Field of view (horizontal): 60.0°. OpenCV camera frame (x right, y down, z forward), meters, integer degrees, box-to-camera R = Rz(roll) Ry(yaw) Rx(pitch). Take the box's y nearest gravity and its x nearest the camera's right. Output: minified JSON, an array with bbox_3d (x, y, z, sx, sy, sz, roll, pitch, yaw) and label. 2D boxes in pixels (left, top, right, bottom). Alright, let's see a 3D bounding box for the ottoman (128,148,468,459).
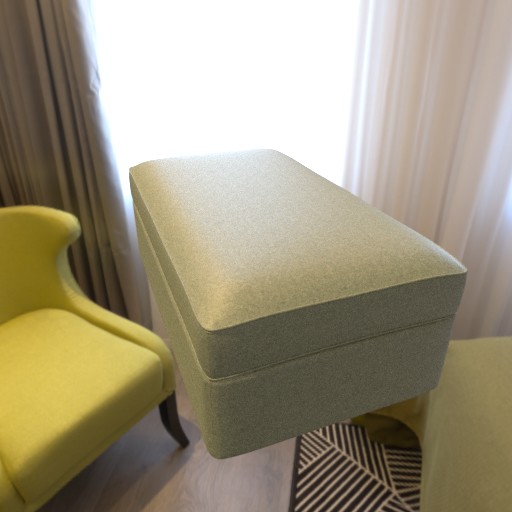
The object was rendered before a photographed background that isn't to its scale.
[{"bbox_3d":[0.000,0.000,1.521,0.681,0.494,1.173,-10,30,-19],"label":"ottoman"}]
